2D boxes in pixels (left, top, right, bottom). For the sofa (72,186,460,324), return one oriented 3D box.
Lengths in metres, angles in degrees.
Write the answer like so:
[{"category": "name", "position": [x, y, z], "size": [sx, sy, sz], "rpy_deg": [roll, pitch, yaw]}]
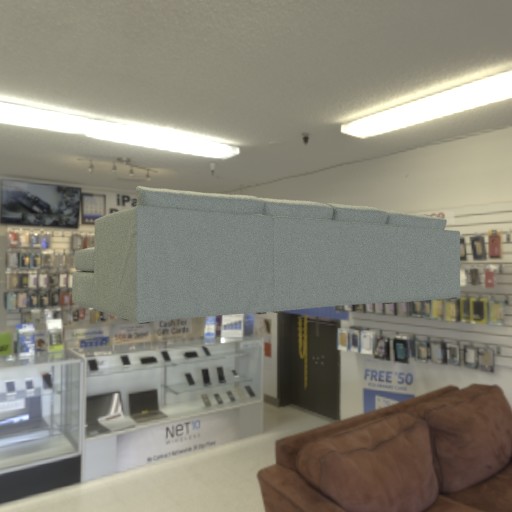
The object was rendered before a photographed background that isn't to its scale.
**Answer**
[{"category": "sofa", "position": [0.000, 0.000, 4.557], "size": [3.460, 0.882, 2.427], "rpy_deg": [1, -1, -35]}]
